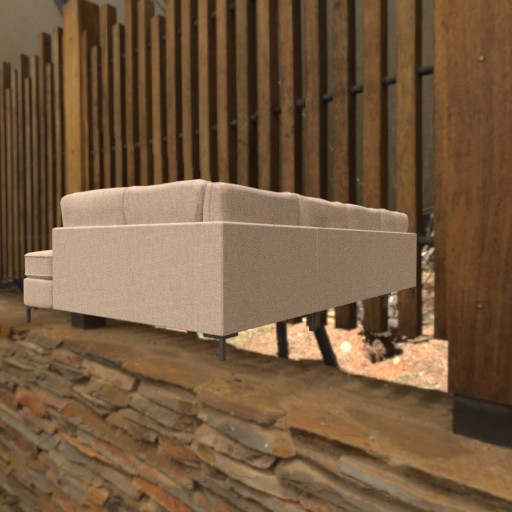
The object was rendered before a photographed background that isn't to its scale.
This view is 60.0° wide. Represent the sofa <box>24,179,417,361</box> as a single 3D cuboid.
[{"bbox_3d":[0.000,0.000,4.226,2.021,0.996,3.423,1,2,36],"label":"sofa"}]
